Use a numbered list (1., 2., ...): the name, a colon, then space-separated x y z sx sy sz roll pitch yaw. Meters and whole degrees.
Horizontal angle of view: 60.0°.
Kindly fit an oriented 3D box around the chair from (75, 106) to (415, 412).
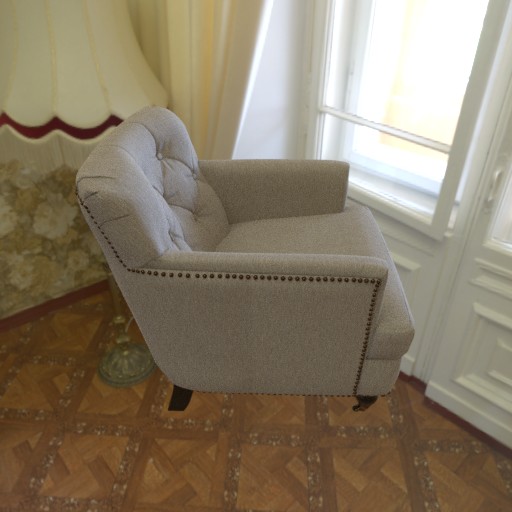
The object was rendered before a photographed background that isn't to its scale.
1. chair: 0.000 0.000 1.481 0.902 0.823 0.737 1 33 2
